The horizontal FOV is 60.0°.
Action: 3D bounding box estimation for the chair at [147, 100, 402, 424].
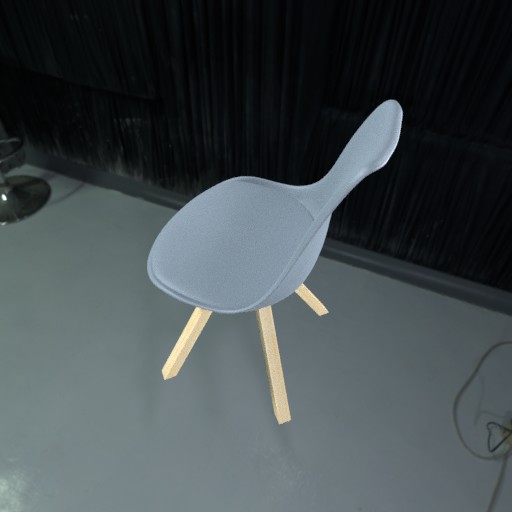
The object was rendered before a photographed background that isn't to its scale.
[{"bbox_3d":[0.000,0.000,1.166,0.549,0.850,0.485,16,49,15],"label":"chair"}]
